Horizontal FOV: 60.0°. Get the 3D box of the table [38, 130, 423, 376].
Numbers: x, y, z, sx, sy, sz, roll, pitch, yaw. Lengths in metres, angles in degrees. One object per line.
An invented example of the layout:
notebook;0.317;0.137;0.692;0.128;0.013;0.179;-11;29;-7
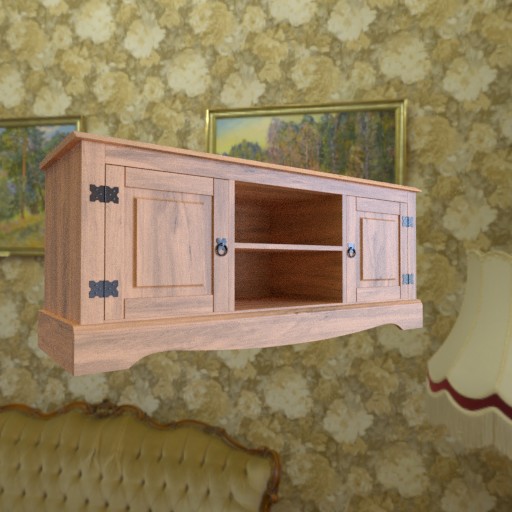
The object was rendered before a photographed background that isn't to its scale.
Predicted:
table;0.000;0.000;1.419;1.200;0.510;0.400;1;-1;-36
